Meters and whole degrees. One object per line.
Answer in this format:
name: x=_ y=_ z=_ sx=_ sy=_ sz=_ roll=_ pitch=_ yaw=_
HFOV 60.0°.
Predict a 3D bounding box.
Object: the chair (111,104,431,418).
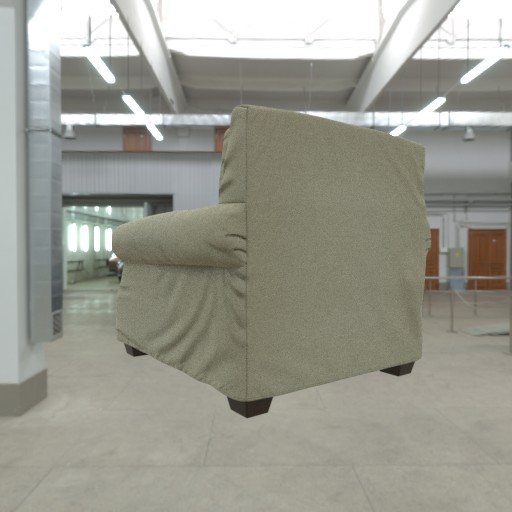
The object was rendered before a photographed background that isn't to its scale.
chair: x=0.000 y=0.000 z=1.794 sx=0.940 sy=0.866 sz=1.066 roll=-1 pitch=1 yaw=-36
